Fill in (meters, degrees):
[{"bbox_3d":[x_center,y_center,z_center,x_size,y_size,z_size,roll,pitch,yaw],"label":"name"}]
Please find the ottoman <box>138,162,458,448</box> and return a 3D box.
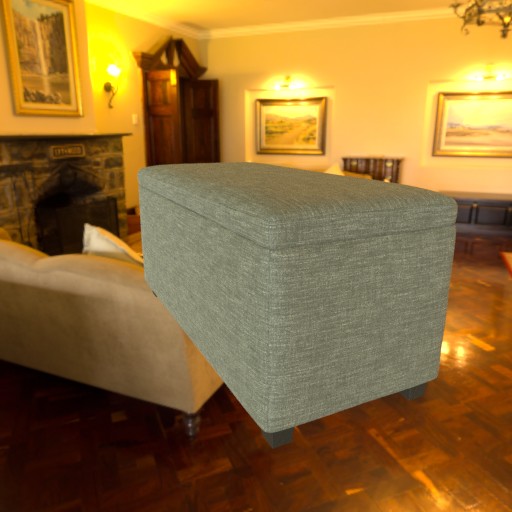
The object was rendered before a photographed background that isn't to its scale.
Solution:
[{"bbox_3d":[0.000,0.000,1.144,0.419,0.432,0.902,-8,18,-25],"label":"ottoman"}]
